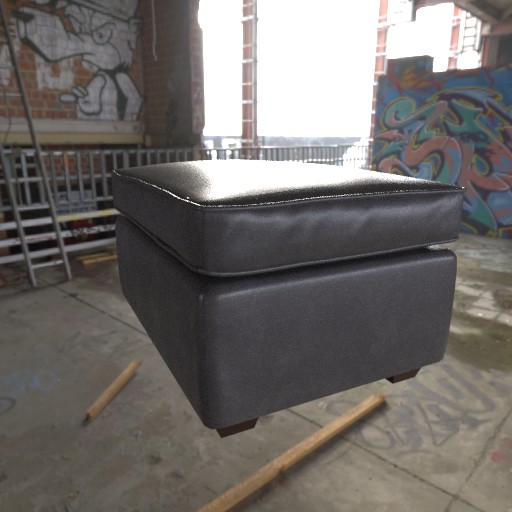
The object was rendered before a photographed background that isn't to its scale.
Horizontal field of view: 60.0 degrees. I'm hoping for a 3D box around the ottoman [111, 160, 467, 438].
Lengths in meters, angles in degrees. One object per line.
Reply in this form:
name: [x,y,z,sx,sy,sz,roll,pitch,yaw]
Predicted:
ottoman: [0.000,0.000,1.081,0.554,0.445,0.756,-7,17,-26]
